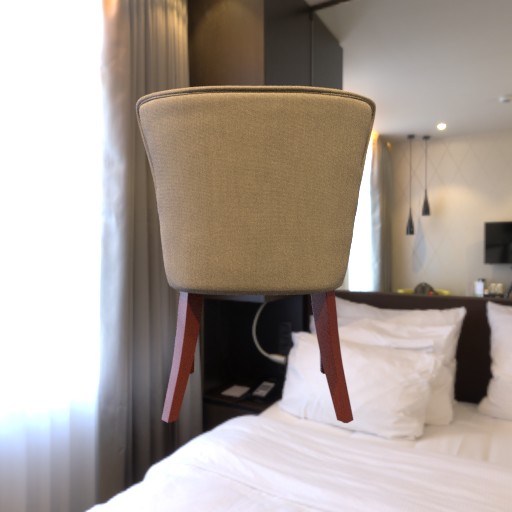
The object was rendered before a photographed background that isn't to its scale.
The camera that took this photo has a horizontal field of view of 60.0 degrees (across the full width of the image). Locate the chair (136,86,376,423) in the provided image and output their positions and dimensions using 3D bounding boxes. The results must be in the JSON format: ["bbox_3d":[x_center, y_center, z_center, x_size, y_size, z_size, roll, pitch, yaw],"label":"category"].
[{"bbox_3d":[0.000,0.000,1.479,0.732,0.948,0.677,0,1,0],"label":"chair"}]
